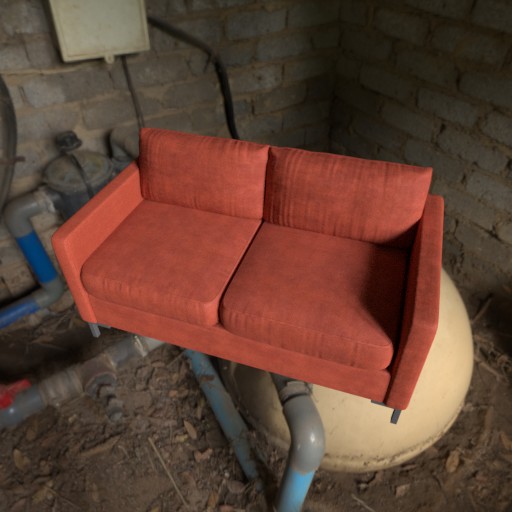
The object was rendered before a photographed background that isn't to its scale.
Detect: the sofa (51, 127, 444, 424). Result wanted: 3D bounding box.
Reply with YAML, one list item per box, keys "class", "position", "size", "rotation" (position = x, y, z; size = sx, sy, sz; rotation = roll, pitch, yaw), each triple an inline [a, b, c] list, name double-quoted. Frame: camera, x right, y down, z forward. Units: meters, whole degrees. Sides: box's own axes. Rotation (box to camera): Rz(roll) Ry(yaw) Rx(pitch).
- class: "sofa"
  position: [0.000, 0.000, 2.094]
  size: [1.574, 0.896, 0.864]
  rotation: [13, 42, 14]
